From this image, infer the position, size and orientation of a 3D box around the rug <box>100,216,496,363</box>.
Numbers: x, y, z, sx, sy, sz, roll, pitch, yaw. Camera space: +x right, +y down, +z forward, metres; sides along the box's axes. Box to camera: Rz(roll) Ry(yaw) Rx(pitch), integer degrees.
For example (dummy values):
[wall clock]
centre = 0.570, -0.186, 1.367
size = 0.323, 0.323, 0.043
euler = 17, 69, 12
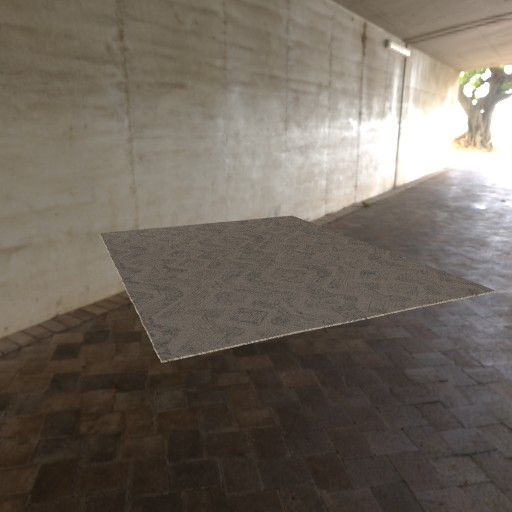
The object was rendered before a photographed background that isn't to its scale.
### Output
[rug]
centre = 0.000, 0.000, 4.042
size = 2.430, 0.030, 3.054
euler = -7, 18, -23
